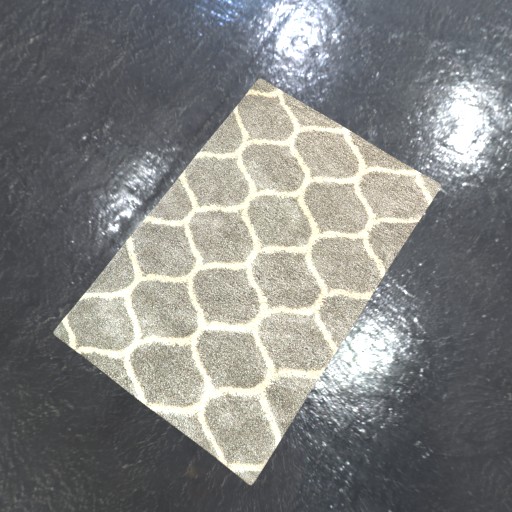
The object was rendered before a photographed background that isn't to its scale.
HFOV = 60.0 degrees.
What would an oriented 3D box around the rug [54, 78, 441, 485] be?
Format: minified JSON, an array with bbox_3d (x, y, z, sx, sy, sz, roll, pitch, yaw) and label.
[{"bbox_3d":[0.000,0.000,3.441,1.801,0.026,2.701,34,77,9],"label":"rug"}]
